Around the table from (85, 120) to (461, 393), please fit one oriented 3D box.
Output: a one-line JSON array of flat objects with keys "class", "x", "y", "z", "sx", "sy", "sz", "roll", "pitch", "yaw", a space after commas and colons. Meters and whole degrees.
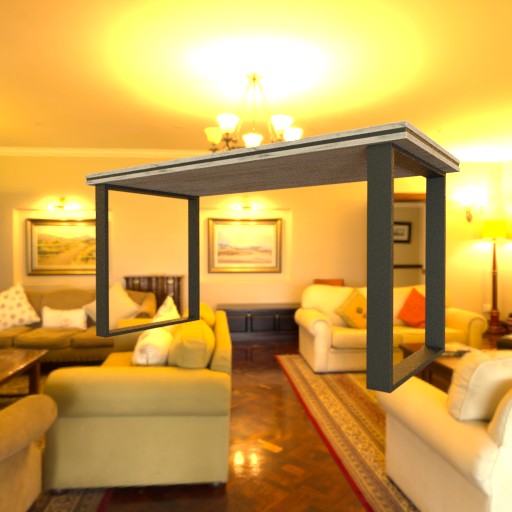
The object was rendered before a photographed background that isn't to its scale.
[{"class": "table", "x": 0.000, "y": 0.000, "z": 2.274, "sx": 1.778, "sy": 0.899, "sz": 0.795, "roll": 1, "pitch": 1, "yaw": 36}]
